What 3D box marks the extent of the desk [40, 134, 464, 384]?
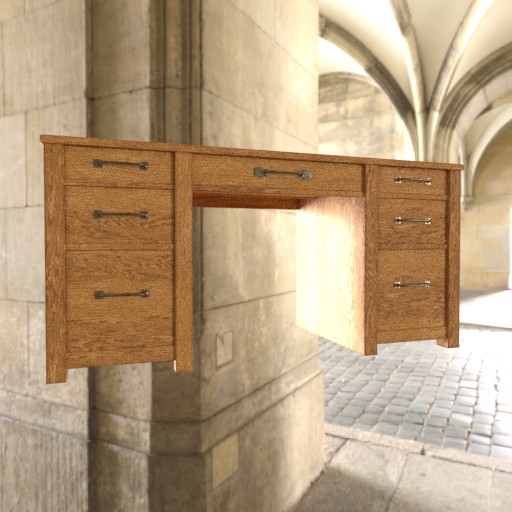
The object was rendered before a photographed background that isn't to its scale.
[{"bbox_3d":[0.000,0.000,1.881,1.567,0.751,0.685,0,1,-18],"label":"desk"}]
